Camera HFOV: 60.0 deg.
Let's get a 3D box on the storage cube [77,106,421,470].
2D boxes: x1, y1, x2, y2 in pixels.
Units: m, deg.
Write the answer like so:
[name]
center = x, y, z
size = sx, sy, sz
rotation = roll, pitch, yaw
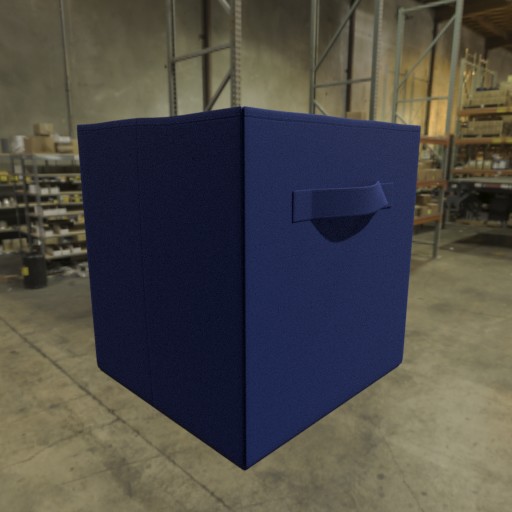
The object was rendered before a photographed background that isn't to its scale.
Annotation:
[storage cube]
center = 0.000, 0.000, 0.492
size = 0.270, 0.280, 0.270
rotation = 12, 17, 43
